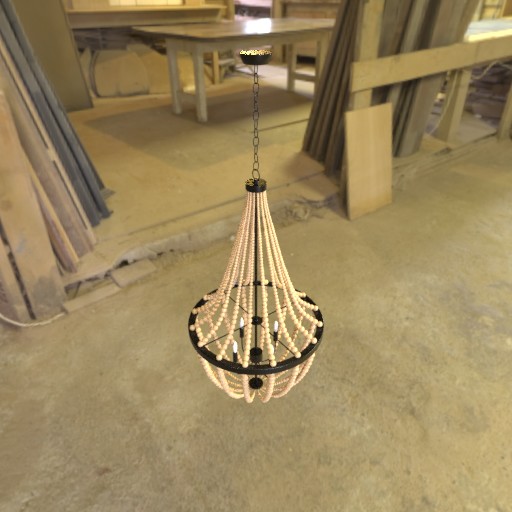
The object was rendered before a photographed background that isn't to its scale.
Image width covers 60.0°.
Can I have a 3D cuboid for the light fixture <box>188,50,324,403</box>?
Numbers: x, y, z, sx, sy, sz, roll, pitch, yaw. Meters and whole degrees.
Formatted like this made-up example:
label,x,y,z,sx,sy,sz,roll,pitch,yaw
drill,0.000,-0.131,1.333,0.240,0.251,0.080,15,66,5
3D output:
label,x,y,z,sx,sy,sz,roll,pitch,yaw
light fixture,0.000,0.000,1.346,0.450,1.133,0.450,0,32,0
